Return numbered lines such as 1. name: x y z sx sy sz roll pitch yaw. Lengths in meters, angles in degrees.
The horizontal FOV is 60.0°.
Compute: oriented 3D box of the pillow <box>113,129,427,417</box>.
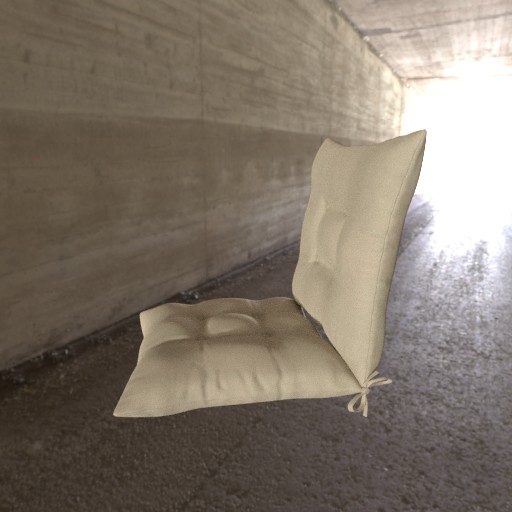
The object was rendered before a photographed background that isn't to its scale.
1. pillow: 0.000 0.000 1.004 0.585 0.536 0.541 -2 14 -9
